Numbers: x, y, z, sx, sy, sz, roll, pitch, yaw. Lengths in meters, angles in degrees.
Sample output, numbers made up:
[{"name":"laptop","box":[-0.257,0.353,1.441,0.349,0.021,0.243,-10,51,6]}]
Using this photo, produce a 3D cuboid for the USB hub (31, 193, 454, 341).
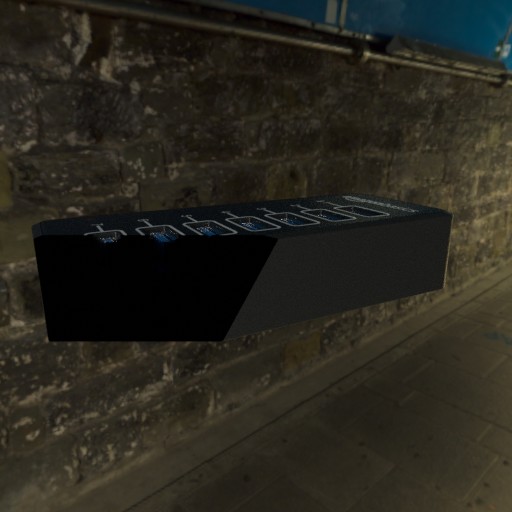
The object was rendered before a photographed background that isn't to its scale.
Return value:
[{"name":"USB hub","box":[0.000,0.000,0.124,0.110,0.023,0.044,-9,19,-26]}]
